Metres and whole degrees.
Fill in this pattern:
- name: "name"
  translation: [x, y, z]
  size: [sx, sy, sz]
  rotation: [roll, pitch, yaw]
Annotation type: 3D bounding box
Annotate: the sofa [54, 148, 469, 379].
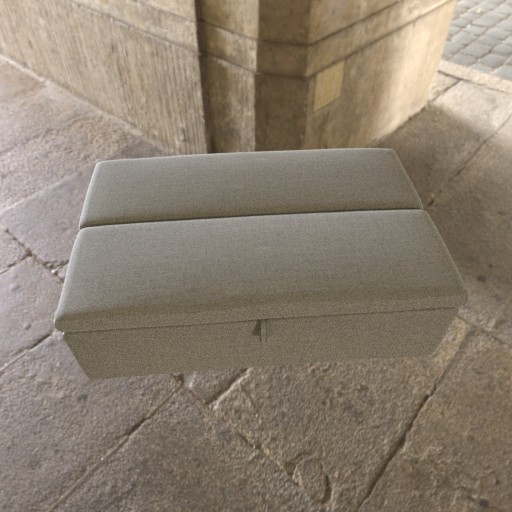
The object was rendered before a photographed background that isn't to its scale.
- name: "sofa"
  translation: [0.000, 0.000, 1.691]
  size: [1.250, 0.434, 0.817]
  rotation: [-3, 47, -3]
